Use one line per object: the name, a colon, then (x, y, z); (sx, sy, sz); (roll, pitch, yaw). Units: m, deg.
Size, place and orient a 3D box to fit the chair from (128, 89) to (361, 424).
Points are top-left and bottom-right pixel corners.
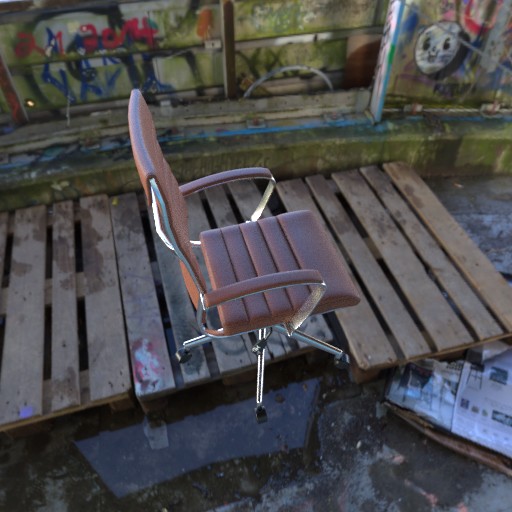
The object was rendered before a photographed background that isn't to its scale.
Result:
chair: (0.000, 0.000, 1.621); (0.739, 1.149, 0.766); (-11, 48, -10)
